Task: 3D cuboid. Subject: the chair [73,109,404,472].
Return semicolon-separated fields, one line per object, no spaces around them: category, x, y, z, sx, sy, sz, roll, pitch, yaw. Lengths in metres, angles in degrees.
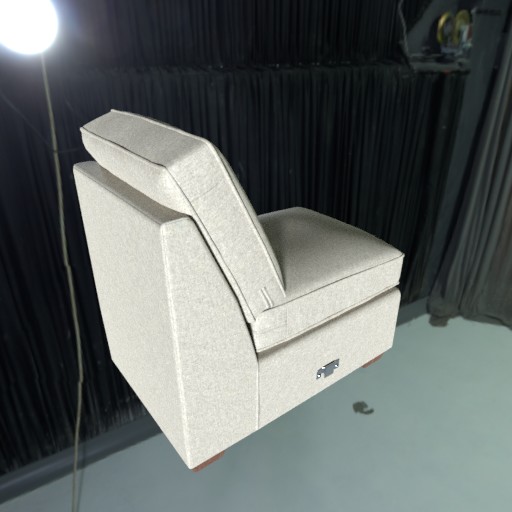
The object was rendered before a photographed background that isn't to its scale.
chair;0.000;0.000;1.652;1.020;1.058;0.674;-19;32;-33
